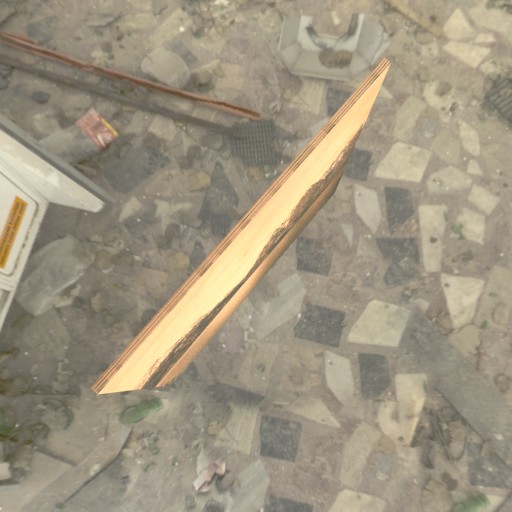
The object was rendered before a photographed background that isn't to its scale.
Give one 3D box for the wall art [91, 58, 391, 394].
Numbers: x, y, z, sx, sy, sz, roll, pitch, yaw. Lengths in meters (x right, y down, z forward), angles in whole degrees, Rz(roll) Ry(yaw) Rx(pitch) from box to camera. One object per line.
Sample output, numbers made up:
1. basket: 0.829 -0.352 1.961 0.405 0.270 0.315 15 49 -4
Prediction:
1. wall art: 0.000 0.000 0.692 0.010 0.408 0.508 39 78 10
